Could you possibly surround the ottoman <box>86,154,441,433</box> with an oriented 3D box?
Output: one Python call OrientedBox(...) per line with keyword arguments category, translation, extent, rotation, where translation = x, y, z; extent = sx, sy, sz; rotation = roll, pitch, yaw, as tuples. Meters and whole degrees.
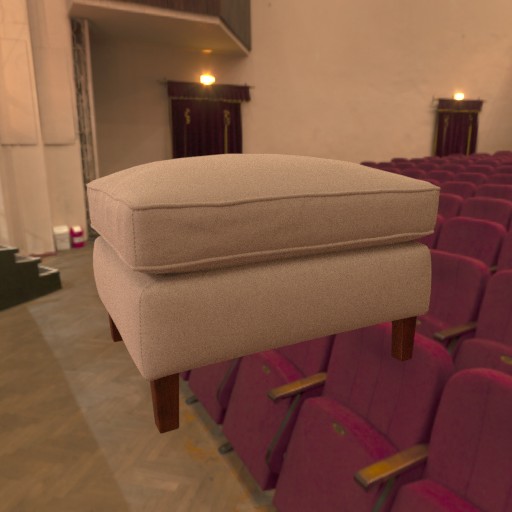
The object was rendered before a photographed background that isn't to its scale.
OrientedBox(category="ottoman", translation=(0.000, 0.000, 1.015), extent=(0.665, 0.456, 0.501), rotation=(-7, 16, -27))
